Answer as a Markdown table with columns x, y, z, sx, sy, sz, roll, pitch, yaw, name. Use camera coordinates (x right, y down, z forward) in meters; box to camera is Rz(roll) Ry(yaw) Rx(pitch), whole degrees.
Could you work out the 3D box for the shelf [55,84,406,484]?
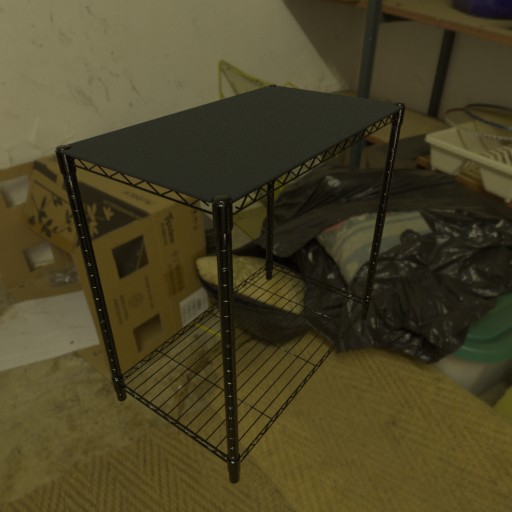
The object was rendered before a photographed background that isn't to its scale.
| x | y | z | sx | sy | sz | roll | pitch | yaw | name |
| --- | --- | --- | --- | --- | --- | --- | --- | --- | --- |
| 0.000 | 0.000 | 0.937 | 0.338 | 0.564 | 0.589 | 21 | 38 | 30 | shelf |
